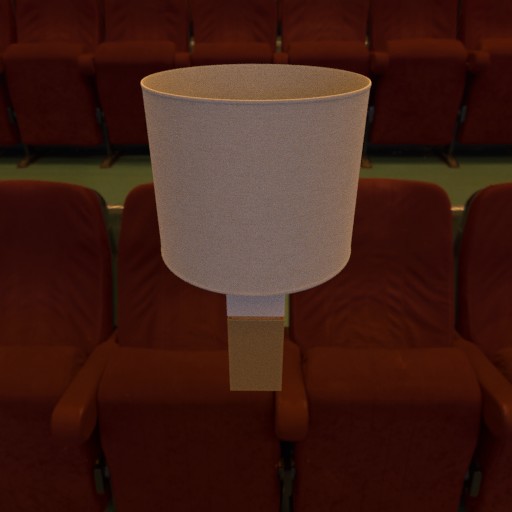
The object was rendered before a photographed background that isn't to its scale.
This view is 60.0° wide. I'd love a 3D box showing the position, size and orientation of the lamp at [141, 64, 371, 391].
[{"bbox_3d":[0.000,0.000,0.555,0.229,0.417,0.229,0,30,1],"label":"lamp"}]
